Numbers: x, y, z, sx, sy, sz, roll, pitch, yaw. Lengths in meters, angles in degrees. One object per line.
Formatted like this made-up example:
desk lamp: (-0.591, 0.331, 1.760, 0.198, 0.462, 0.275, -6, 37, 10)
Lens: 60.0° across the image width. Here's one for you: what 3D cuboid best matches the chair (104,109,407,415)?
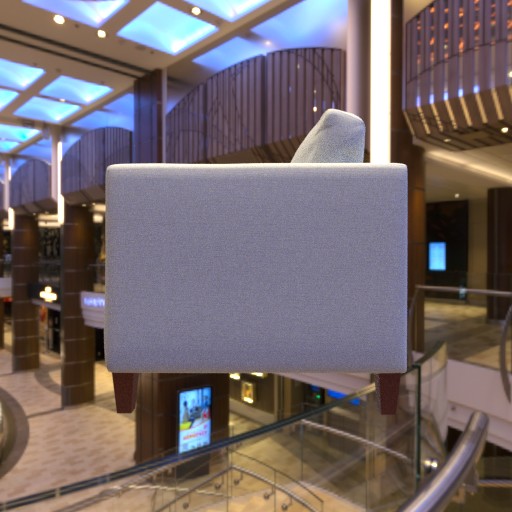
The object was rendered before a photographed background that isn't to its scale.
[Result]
chair: (0.000, 0.000, 1.861, 0.953, 0.961, 1.107, 0, 1, 1)
